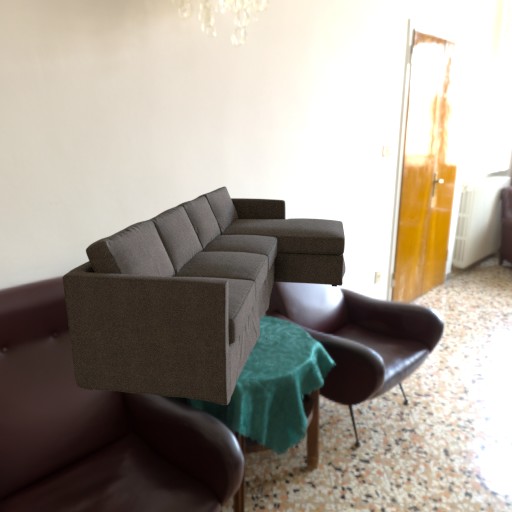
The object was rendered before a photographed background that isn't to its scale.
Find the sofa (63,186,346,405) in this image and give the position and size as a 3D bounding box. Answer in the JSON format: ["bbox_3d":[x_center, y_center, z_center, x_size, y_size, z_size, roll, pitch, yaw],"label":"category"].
[{"bbox_3d":[0.000,0.000,3.884,1.650,0.922,3.205,2,15,9],"label":"sofa"}]
